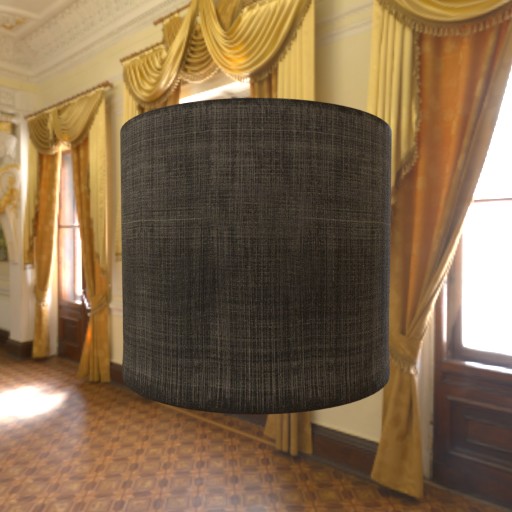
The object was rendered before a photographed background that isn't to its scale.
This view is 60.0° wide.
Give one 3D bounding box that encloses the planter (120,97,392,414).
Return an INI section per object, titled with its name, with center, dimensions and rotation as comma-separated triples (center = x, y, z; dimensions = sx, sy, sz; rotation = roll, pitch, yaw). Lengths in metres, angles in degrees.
[planter]
center = 0.000, 0.000, 0.305
dimensions = 0.178, 0.157, 0.178
rotation = 0, 1, 0
